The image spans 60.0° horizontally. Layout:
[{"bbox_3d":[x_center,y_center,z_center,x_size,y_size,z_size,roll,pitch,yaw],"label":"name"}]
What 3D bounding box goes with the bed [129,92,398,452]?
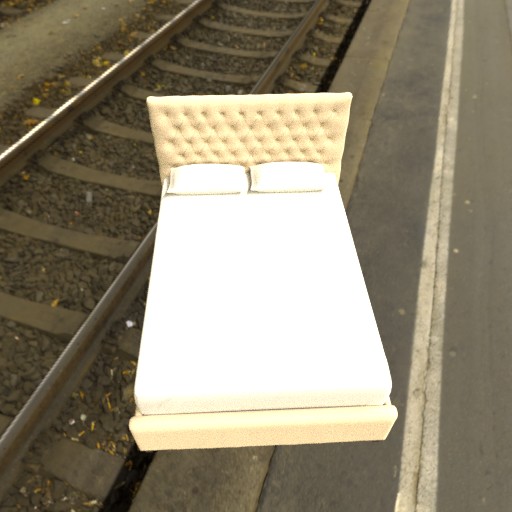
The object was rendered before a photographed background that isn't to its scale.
[{"bbox_3d":[0.000,0.000,3.364,1.698,1.427,2.387,-2,47,-2],"label":"bed"}]
